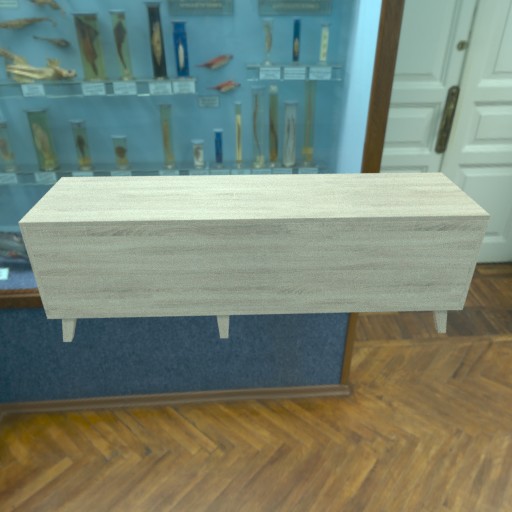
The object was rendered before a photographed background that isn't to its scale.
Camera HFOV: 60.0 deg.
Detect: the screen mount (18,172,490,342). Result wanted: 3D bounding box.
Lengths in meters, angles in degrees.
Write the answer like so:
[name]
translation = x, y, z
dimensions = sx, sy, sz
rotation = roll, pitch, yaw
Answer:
[screen mount]
translation = 0.000, 0.000, 1.708
dimensions = 1.500, 0.510, 0.400
rotation = -1, 31, -2
